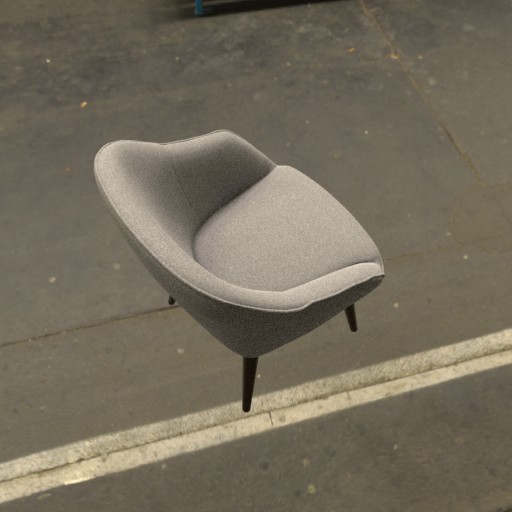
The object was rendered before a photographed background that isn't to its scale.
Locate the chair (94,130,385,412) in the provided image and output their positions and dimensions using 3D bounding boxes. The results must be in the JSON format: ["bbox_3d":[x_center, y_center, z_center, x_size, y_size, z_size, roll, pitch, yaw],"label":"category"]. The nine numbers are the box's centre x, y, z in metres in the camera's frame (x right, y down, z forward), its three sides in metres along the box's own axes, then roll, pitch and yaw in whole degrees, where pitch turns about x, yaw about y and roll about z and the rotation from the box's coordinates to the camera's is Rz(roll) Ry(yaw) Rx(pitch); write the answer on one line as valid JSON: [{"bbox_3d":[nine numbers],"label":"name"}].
[{"bbox_3d":[0.000,0.000,1.215,0.611,0.810,0.589,-32,63,-19],"label":"chair"}]
